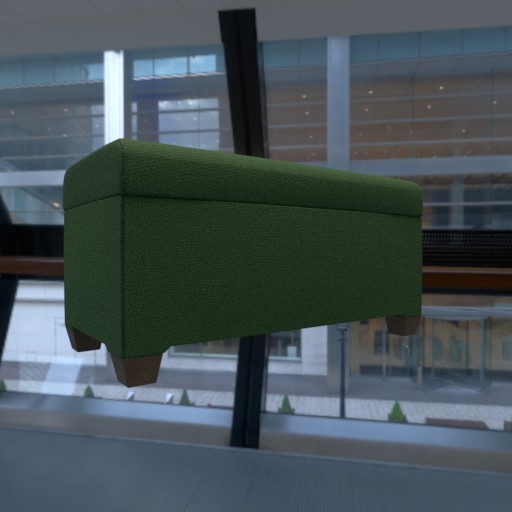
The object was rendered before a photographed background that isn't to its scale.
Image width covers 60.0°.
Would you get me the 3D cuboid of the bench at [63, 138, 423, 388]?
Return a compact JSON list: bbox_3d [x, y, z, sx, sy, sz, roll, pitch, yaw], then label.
[{"bbox_3d":[0.000,0.000,1.309,0.989,0.501,0.505,-1,1,-36],"label":"bench"}]
